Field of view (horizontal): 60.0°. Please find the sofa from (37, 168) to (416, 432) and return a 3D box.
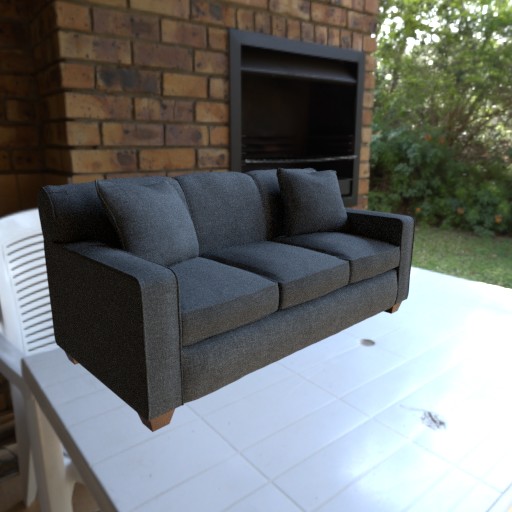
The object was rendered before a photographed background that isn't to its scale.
[{"bbox_3d":[0.000,0.000,2.572,2.024,0.958,0.997,-13,19,-42],"label":"sofa"}]
